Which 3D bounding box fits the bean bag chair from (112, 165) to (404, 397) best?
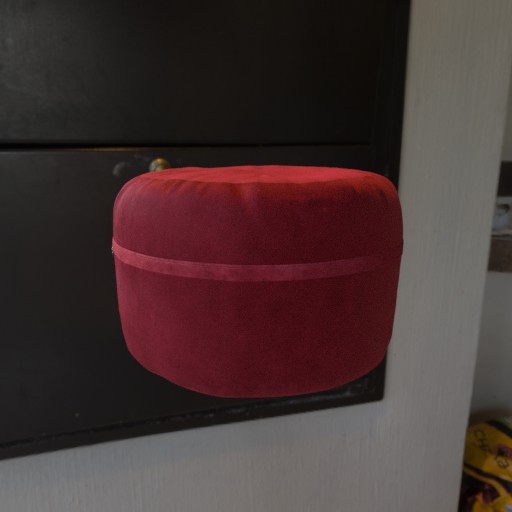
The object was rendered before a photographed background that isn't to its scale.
[{"bbox_3d":[0.000,0.000,1.948,1.219,0.762,1.219,0,13,0],"label":"bean bag chair"}]
